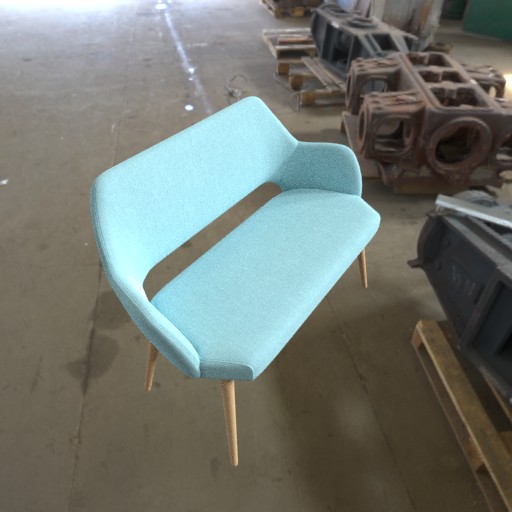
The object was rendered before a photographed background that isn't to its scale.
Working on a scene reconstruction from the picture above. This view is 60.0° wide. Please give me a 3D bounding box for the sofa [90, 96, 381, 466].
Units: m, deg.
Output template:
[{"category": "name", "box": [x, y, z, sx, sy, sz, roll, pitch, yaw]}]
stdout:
[{"category": "sofa", "box": [0.000, 0.000, 1.634, 0.610, 0.840, 1.150, 25, 46, 26]}]
